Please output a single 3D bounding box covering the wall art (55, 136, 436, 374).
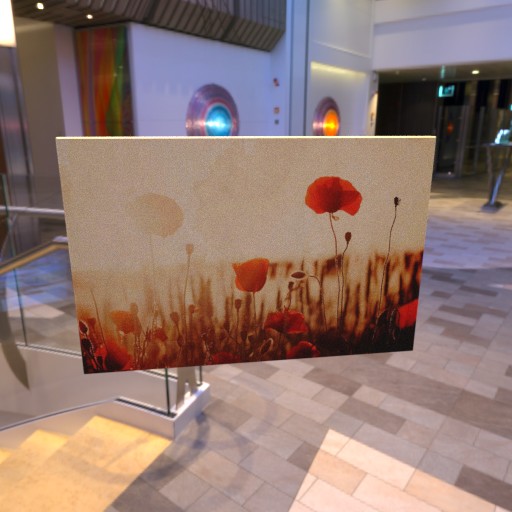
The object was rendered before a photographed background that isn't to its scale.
[{"bbox_3d":[0.000,0.000,1.158,0.918,0.602,0.038,-2,16,-8],"label":"wall art"}]
